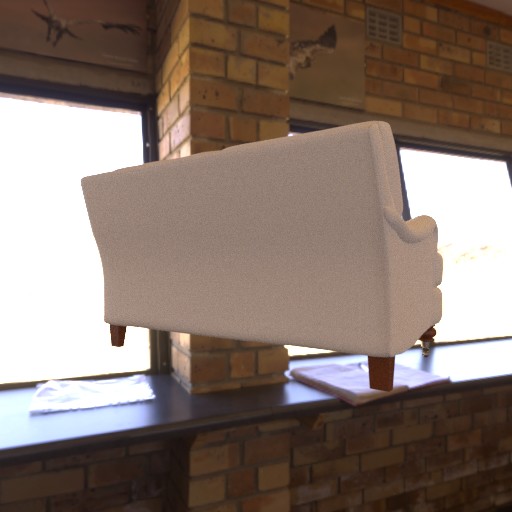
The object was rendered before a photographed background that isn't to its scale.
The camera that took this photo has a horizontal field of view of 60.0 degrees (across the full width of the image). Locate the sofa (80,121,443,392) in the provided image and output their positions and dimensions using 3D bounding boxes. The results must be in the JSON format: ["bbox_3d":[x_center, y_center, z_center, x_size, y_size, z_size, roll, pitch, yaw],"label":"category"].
[{"bbox_3d":[0.000,0.000,2.518,1.853,1.101,1.084,-1,-1,34],"label":"sofa"}]
